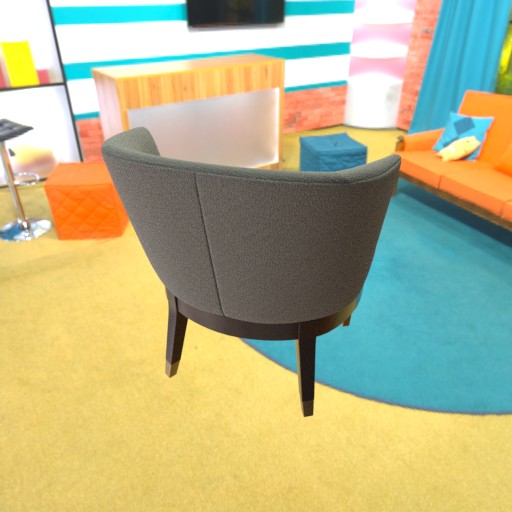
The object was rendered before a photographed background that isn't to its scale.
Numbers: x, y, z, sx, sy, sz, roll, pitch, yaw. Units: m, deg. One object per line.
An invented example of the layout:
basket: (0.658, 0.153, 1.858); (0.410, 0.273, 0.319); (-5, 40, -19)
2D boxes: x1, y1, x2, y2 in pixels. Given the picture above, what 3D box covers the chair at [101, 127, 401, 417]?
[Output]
chair: (0.000, 0.000, 1.275); (0.700, 0.760, 0.660); (11, 33, 17)
